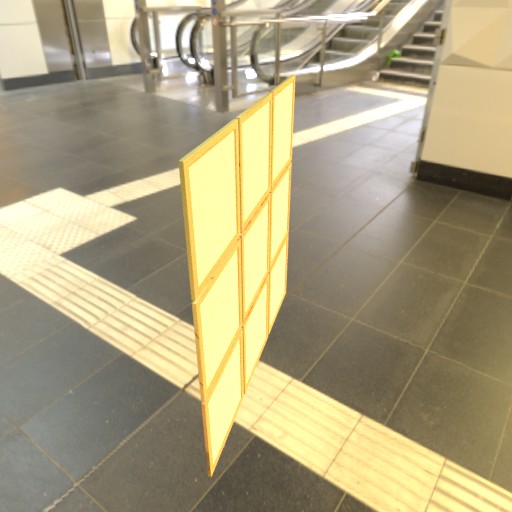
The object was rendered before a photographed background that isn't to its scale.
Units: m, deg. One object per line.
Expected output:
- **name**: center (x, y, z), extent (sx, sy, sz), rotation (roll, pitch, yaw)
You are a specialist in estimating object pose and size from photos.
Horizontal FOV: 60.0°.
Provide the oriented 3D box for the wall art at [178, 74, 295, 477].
- **wall art**: center (0.000, 0.000, 1.831), extent (0.013, 1.219, 1.214), rotation (9, 32, 14)
